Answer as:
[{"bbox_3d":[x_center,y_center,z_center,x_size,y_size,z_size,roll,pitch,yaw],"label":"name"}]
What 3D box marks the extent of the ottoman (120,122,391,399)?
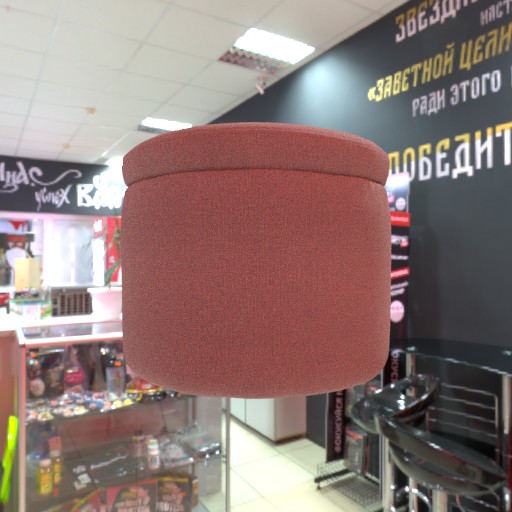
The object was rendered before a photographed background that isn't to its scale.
[{"bbox_3d":[0.000,0.000,0.853,0.497,0.409,0.497,0,0,0],"label":"ottoman"}]
